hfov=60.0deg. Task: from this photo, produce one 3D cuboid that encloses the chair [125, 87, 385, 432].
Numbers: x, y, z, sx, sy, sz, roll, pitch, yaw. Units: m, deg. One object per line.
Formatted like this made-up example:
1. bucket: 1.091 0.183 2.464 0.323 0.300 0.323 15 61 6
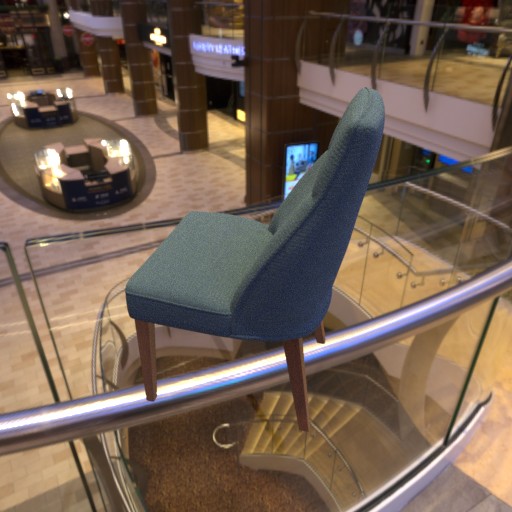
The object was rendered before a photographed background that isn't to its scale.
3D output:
1. chair: 0.000 0.000 1.317 0.620 0.930 0.500 8 32 12
